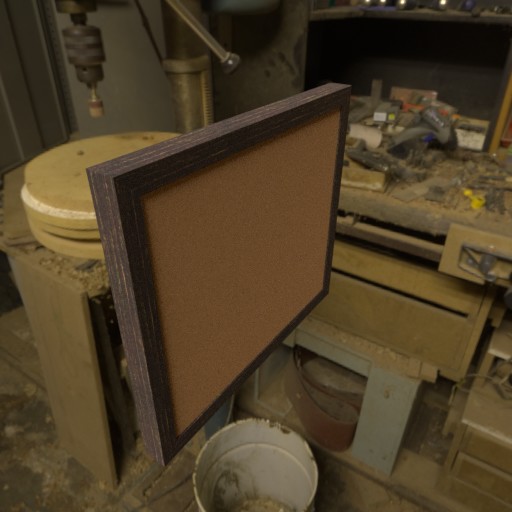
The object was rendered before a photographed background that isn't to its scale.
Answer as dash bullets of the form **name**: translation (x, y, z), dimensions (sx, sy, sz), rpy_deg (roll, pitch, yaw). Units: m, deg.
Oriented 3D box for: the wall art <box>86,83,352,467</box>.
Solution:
- **wall art**: translation (0.000, 0.000, 0.528), dimensions (0.031, 0.330, 0.381), rpy_deg (20, 37, 29)
